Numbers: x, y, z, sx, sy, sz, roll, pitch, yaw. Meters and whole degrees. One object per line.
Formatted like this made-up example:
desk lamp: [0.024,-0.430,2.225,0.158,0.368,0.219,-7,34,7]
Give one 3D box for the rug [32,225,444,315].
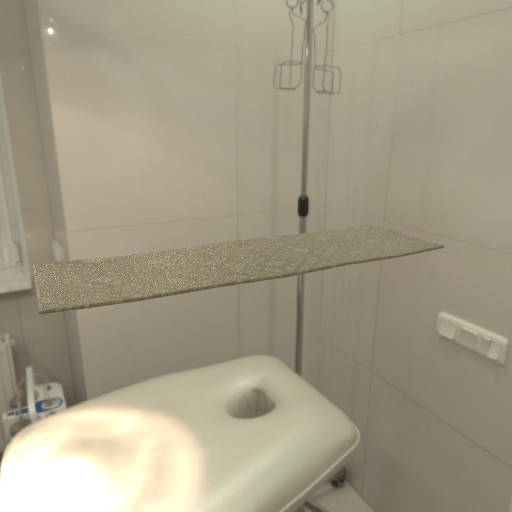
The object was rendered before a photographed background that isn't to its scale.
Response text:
rug: [0.000,0.000,2.726,2.452,0.051,0.752,-8,18,-26]
